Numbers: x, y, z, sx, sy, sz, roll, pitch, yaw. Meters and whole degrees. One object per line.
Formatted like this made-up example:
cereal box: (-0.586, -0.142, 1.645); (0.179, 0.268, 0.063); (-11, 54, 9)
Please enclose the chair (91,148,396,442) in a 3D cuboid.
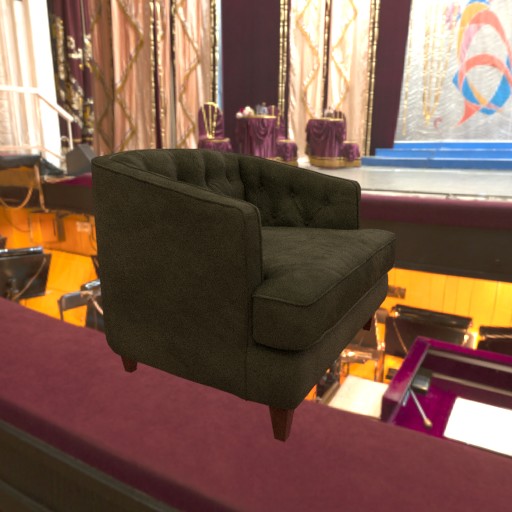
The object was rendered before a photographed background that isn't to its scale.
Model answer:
chair: (0.000, 0.000, 1.812); (0.941, 0.852, 1.104); (8, 16, 28)
